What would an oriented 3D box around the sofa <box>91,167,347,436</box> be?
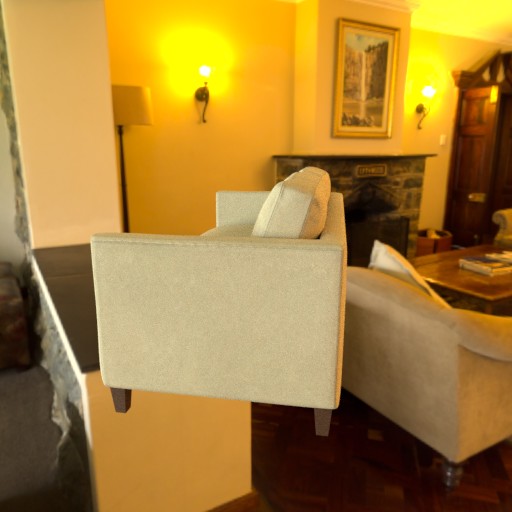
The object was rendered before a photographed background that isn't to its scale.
[{"bbox_3d":[0.000,0.000,2.454,0.950,0.940,1.846,2,14,10],"label":"sofa"}]
